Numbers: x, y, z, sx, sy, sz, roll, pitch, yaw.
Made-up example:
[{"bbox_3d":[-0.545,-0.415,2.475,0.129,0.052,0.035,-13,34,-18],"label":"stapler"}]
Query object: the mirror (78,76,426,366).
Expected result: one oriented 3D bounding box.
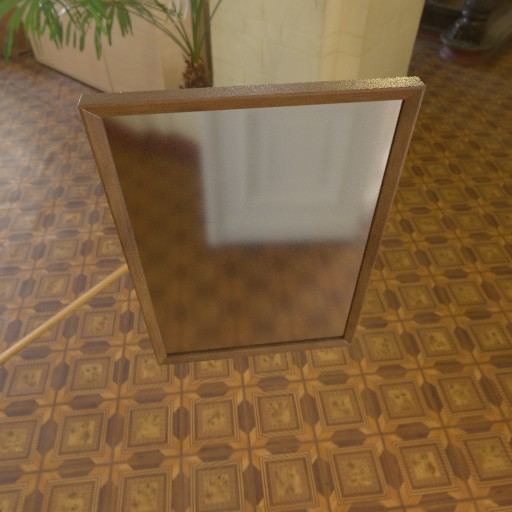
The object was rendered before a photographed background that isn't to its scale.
[{"bbox_3d":[0.000,0.000,0.910,0.508,0.711,0.039,-5,46,-5],"label":"mirror"}]
